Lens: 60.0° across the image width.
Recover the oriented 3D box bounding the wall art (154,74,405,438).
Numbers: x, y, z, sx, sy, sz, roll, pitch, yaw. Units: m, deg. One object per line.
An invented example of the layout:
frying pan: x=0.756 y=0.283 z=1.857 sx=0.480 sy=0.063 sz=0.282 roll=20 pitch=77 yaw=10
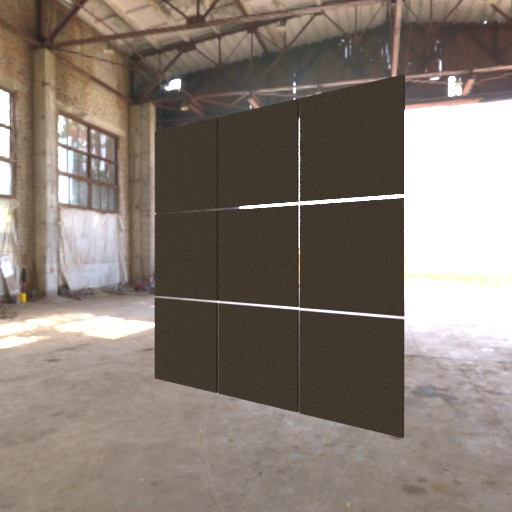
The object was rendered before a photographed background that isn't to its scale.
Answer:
wall art: x=0.000 y=0.000 z=1.836 sx=1.216 sy=1.216 sz=0.013 roll=0 pitch=1 yaw=35
